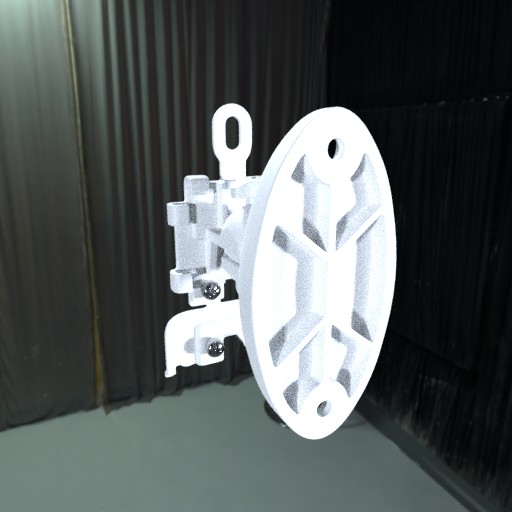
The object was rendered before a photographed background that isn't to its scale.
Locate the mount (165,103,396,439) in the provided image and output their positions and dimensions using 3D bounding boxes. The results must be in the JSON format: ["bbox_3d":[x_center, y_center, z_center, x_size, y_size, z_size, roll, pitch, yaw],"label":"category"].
[{"bbox_3d":[0.000,0.000,0.177,0.066,0.118,0.100,-7,17,-25],"label":"mount"}]
